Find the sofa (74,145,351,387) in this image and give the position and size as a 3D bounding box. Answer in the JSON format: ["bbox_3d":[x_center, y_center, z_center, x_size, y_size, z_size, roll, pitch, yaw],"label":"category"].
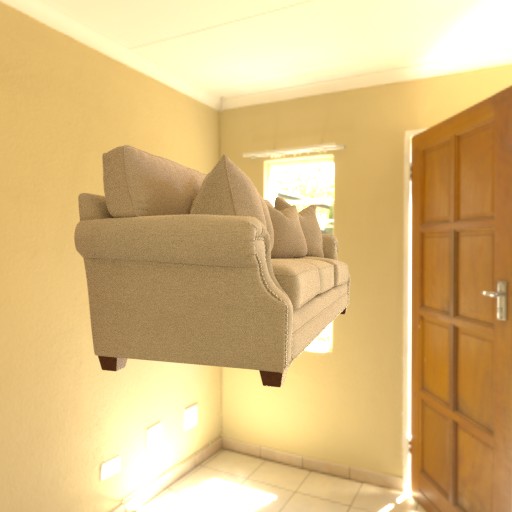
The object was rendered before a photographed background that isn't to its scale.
[{"bbox_3d":[0.000,0.000,2.820,0.965,0.975,2.312,0,1,18],"label":"sofa"}]
